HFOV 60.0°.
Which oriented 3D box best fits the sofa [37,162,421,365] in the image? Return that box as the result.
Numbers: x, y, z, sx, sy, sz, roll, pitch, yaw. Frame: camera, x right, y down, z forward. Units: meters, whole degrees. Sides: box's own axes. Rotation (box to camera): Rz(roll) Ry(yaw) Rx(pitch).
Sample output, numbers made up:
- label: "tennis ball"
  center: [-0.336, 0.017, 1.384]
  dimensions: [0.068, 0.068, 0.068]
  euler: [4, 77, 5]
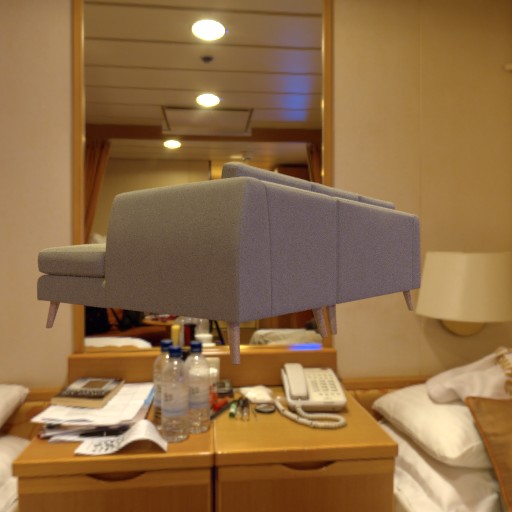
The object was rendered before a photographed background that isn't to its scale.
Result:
- label: "sofa"
  center: [0.000, 0.000, 3.079]
  dimensions: [1.580, 0.860, 2.300]
  euler: [0, 0, 37]
